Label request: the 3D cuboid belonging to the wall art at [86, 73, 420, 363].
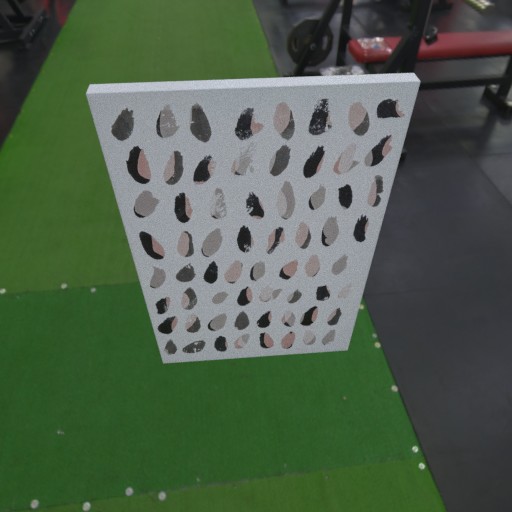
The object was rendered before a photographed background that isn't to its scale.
[{"bbox_3d":[0.000,0.000,1.145,0.610,0.916,0.037,-3,46,-3],"label":"wall art"}]
